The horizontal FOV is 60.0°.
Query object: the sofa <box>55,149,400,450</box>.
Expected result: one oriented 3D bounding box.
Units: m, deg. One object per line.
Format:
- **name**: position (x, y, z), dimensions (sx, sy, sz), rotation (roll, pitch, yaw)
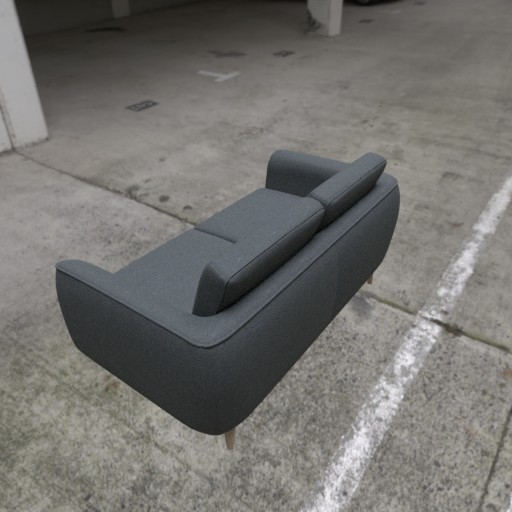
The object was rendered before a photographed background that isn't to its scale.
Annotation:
- **sofa**: position (0.000, 0.000, 2.246), dimensions (0.920, 0.850, 1.700), rotation (22, 39, 29)
